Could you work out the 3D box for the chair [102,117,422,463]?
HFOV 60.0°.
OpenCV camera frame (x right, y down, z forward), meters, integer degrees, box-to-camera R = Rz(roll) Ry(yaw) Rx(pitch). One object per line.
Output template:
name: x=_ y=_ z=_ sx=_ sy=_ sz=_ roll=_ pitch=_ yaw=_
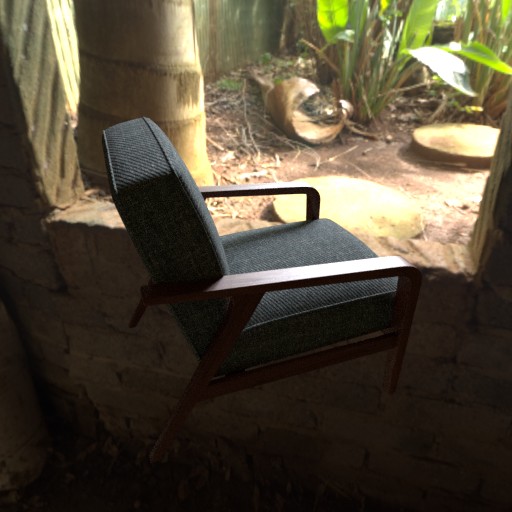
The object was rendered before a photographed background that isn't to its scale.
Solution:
chair: x=0.000 y=0.000 z=1.489 sx=0.889 sy=0.864 sz=0.719 roll=-10 pitch=31 yaw=-17
